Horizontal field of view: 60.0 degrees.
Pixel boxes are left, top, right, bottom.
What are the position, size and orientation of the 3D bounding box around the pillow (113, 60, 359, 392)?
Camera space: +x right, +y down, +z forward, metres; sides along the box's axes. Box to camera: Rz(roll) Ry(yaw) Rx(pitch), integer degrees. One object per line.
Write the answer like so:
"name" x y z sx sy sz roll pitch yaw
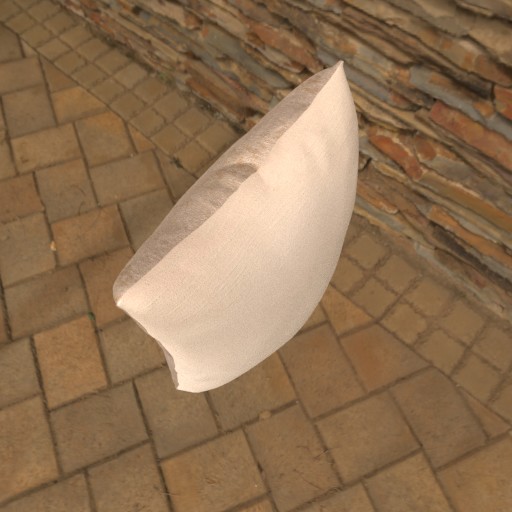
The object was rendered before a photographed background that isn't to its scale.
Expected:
"pillow" 0.000 0.000 0.714 0.245 0.448 0.450 35 68 16
